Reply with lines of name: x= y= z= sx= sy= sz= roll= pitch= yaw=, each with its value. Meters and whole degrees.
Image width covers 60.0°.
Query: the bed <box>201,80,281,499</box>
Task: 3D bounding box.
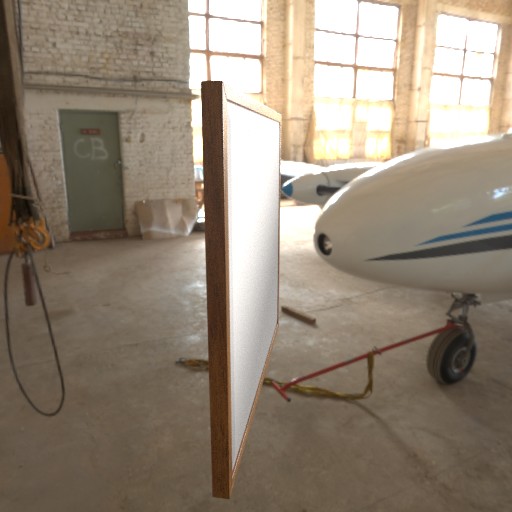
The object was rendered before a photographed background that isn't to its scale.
bed: x=0.000 y=0.000 z=1.445 sx=0.043 sy=0.940 sz=1.041 roll=2 pitch=14 yaw=9
